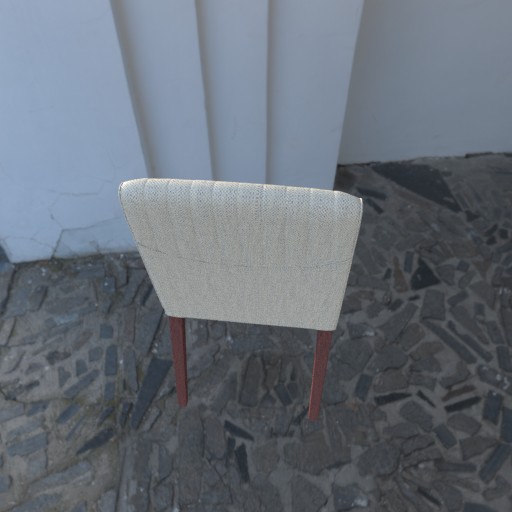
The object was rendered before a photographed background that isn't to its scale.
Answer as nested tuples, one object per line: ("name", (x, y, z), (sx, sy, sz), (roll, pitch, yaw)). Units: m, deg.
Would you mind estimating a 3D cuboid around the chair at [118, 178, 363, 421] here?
("chair", (0.000, 0.000, 1.252), (0.480, 0.900, 0.594), (5, 46, 4))
